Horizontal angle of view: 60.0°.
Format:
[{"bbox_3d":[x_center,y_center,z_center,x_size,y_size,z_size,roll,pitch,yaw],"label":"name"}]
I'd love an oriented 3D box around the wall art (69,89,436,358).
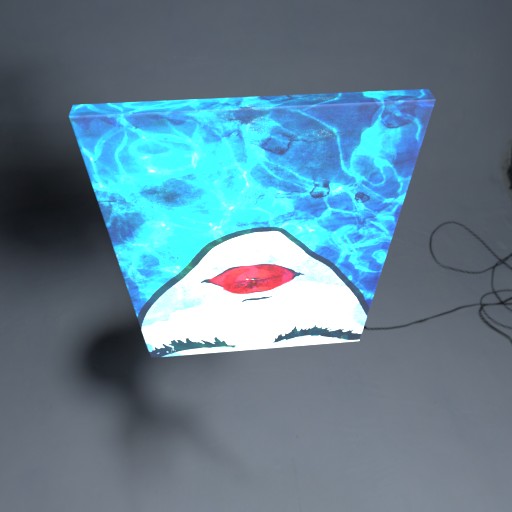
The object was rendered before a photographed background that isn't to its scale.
[{"bbox_3d":[0.000,0.000,1.023,0.609,0.760,0.038,-4,47,-4],"label":"wall art"}]
